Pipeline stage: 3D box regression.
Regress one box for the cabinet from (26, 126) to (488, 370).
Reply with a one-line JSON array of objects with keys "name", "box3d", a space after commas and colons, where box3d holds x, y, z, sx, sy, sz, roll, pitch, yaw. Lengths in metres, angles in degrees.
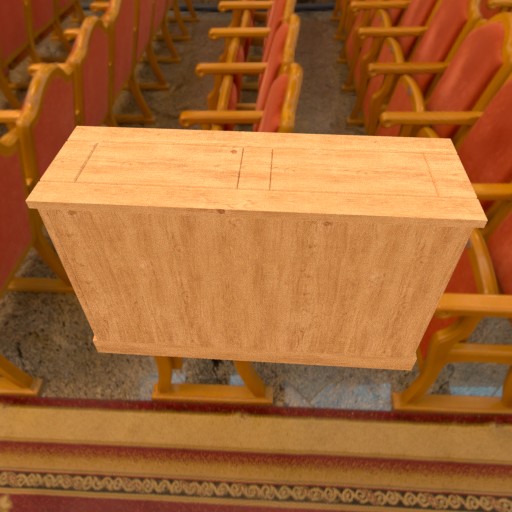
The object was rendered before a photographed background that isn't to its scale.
[{"name": "cabinet", "box3d": [0.000, 0.000, 1.704, 1.321, 0.810, 0.432, 3, 46, 3]}]
